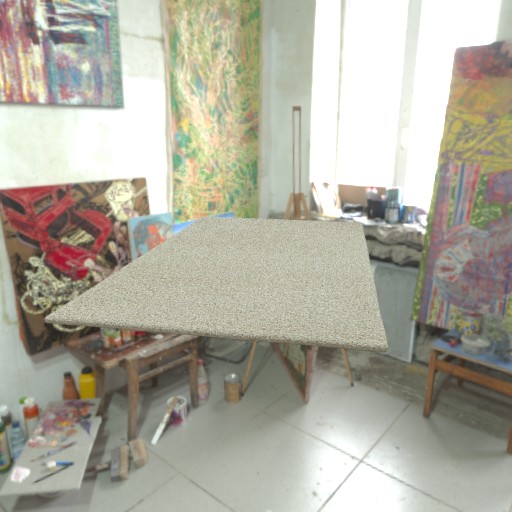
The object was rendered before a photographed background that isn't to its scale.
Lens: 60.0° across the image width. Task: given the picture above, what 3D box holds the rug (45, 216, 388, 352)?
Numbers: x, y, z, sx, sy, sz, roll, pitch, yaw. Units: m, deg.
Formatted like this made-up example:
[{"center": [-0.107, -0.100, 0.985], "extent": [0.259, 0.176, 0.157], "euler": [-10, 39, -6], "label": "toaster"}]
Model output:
[{"center": [0.000, 0.000, 3.037], "extent": [1.524, 0.030, 2.438], "euler": [3, 16, 10], "label": "rug"}]
